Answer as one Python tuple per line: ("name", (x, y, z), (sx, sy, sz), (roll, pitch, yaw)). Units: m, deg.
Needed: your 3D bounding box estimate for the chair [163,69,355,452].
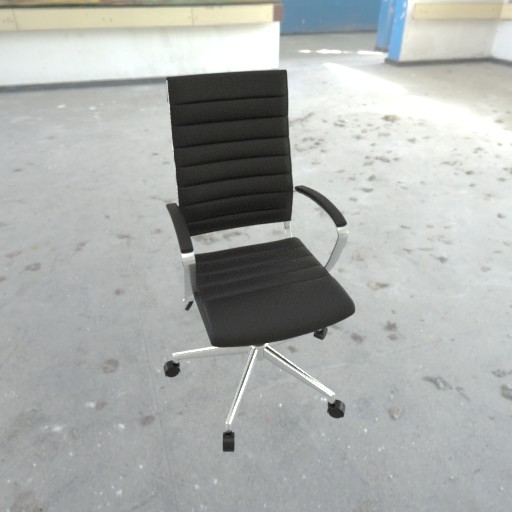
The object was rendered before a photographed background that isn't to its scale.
("chair", (0.000, 0.000, 1.617), (0.766, 1.149, 0.739), (-10, 34, -15))
